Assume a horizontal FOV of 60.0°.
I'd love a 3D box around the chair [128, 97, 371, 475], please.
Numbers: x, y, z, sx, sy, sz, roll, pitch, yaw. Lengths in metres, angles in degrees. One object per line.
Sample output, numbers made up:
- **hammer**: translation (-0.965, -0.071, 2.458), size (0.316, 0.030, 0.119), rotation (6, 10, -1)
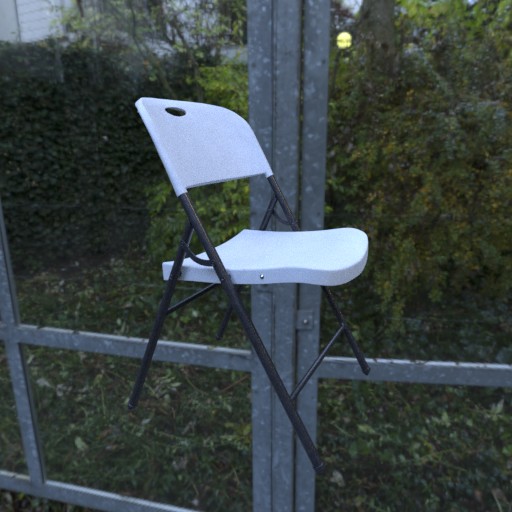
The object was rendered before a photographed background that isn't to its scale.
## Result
- **chair**: translation (0.000, 0.000, 1.192), size (0.566, 0.810, 0.494), rotation (8, 17, 25)
